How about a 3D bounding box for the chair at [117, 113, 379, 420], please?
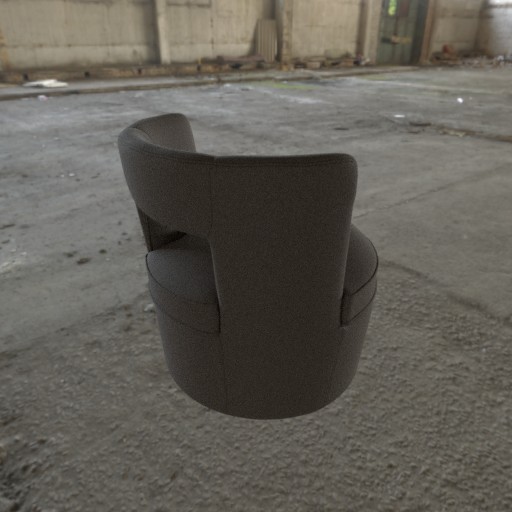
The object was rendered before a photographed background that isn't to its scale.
[{"bbox_3d":[0.000,0.000,1.258,0.660,0.719,0.689,-19,32,-34],"label":"chair"}]
